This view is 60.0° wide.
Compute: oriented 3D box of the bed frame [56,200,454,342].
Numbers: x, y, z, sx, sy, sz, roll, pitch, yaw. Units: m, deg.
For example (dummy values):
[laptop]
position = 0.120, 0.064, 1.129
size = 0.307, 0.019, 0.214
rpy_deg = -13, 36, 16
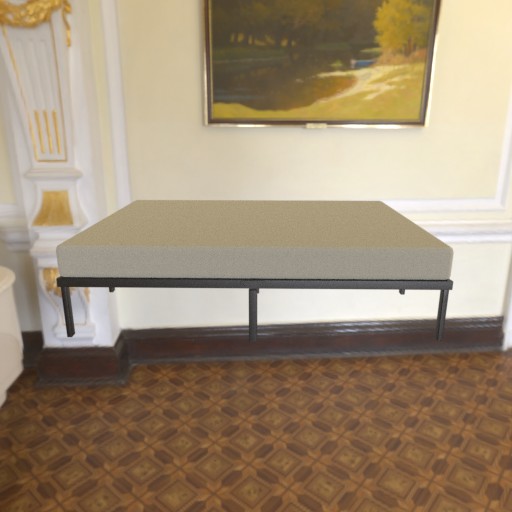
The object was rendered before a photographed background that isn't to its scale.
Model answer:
[bed frame]
position = 0.000, 0.000, 3.866
size = 2.842, 0.680, 2.205
rpy_deg = 2, 17, 8
